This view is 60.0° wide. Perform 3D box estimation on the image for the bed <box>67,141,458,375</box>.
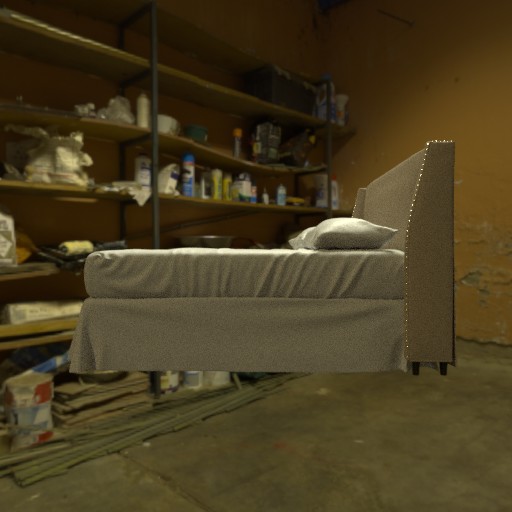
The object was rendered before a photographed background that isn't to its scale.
[{"bbox_3d":[0.000,0.000,3.417,2.276,1.332,1.925,0,0,1],"label":"bed"}]
